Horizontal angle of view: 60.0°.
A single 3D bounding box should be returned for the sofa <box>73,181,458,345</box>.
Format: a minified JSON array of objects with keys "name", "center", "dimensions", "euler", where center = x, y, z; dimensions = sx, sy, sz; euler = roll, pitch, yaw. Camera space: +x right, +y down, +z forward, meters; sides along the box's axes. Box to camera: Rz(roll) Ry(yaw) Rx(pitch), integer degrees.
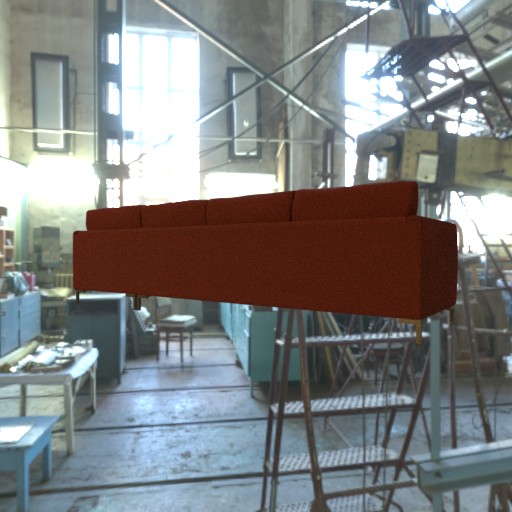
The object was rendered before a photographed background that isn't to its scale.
[{"name":"sofa","center":[0.000,0.000,3.454],"dimensions":[2.932,0.810,1.350],"euler":[1,1,36]}]
